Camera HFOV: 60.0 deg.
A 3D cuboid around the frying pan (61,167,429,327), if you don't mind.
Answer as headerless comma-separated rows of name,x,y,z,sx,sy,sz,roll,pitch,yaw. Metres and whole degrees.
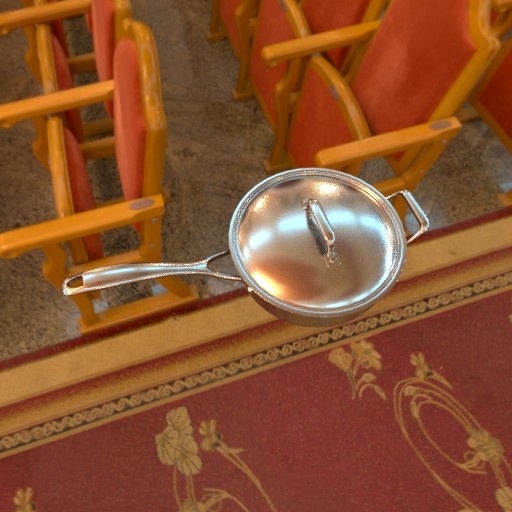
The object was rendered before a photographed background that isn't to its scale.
frying pan,0.000,0.000,0.612,0.492,0.111,0.245,-15,61,-9
